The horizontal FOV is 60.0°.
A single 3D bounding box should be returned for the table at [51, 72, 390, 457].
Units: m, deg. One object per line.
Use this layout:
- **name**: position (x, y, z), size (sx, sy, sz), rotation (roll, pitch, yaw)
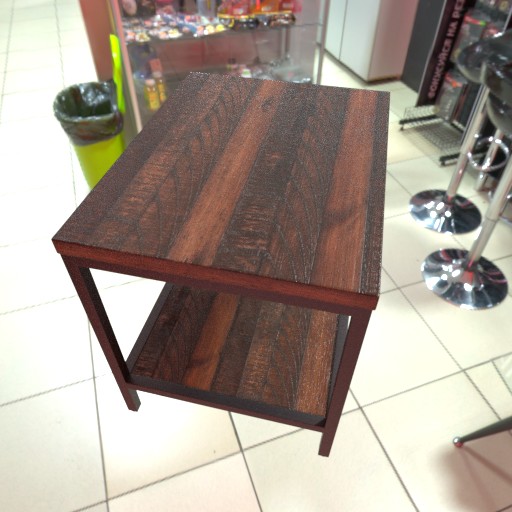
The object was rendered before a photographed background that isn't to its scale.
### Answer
- **table**: position (0.000, 0.000, 1.124), size (0.524, 0.612, 0.678), rotation (10, 46, 9)
